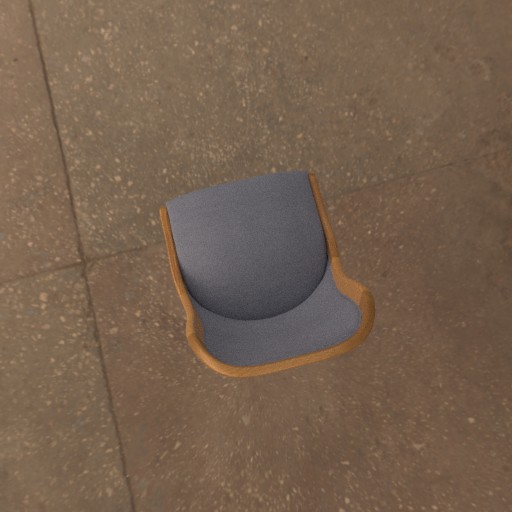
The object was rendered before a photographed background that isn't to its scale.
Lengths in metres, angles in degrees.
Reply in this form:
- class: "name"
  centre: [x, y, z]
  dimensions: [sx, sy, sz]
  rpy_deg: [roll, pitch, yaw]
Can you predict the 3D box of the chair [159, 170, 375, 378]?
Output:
- class: "chair"
  centre: [0.000, 0.000, 1.465]
  dimensions: [0.605, 1.031, 0.735]
  rpy_deg: [-13, 76, -3]
